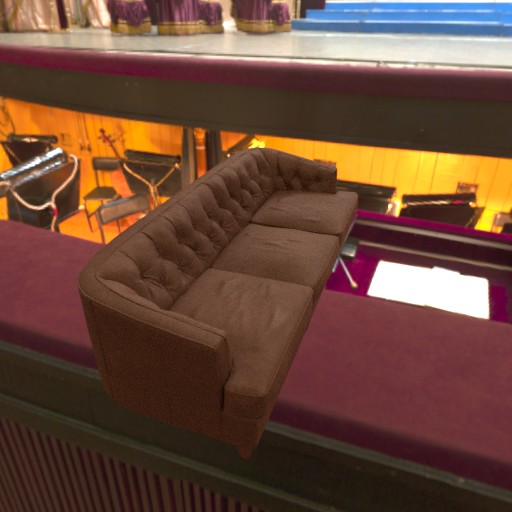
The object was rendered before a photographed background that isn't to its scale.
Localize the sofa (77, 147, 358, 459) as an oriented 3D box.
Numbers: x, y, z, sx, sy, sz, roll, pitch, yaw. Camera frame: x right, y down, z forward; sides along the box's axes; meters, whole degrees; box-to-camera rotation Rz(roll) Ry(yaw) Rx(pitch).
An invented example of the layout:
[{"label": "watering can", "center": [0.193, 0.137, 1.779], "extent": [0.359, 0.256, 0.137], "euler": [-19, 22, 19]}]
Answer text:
[{"label": "sofa", "center": [0.000, 0.000, 2.684], "extent": [0.927, 0.787, 2.227], "euler": [10, 31, 18]}]
